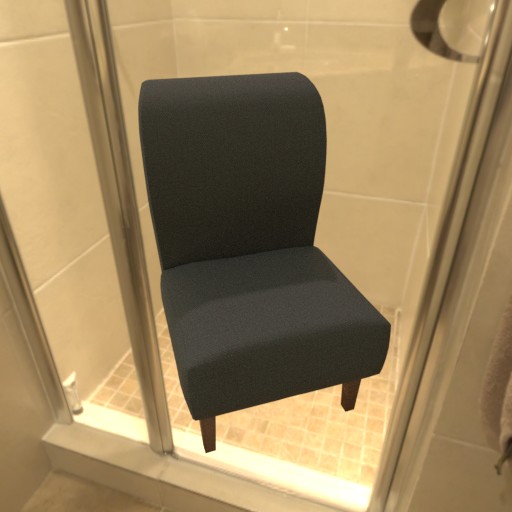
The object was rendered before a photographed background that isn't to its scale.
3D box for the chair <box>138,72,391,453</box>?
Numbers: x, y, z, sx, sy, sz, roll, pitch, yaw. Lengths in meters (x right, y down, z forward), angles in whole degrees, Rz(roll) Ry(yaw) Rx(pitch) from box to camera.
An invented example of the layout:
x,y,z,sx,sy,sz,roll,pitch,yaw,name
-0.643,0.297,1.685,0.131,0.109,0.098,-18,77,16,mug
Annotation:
x,y,z,sx,sy,sz,roll,pitch,yaw,name
0.000,0.000,1.164,0.513,0.804,0.592,-10,33,-16,chair
